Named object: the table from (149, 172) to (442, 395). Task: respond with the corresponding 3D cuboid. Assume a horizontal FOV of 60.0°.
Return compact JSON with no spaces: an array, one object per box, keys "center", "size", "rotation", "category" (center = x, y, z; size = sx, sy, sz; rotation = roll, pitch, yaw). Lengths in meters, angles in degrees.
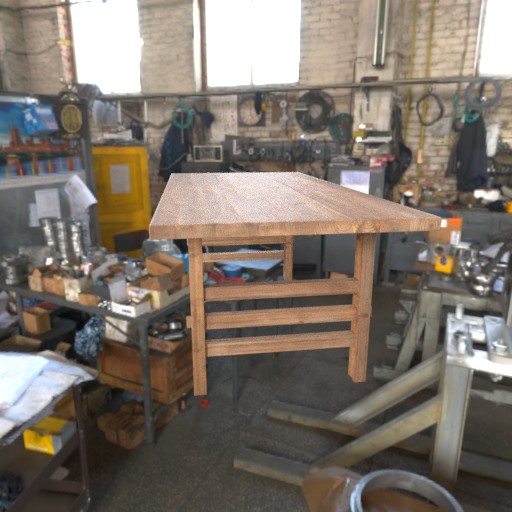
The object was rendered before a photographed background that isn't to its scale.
[{"center":[0.000,0.000,2.459],"size":[0.952,0.760,2.003],"rotation":[-2,15,-8],"category":"table"}]
